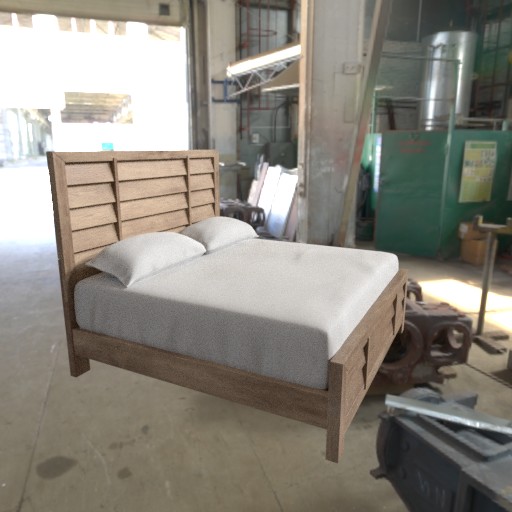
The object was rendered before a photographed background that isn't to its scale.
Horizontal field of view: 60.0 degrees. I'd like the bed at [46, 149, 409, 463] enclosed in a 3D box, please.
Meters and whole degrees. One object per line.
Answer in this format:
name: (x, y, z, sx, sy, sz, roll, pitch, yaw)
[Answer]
bed: (0.000, 0.000, 3.519, 2.062, 1.626, 2.032, 7, 15, 27)
